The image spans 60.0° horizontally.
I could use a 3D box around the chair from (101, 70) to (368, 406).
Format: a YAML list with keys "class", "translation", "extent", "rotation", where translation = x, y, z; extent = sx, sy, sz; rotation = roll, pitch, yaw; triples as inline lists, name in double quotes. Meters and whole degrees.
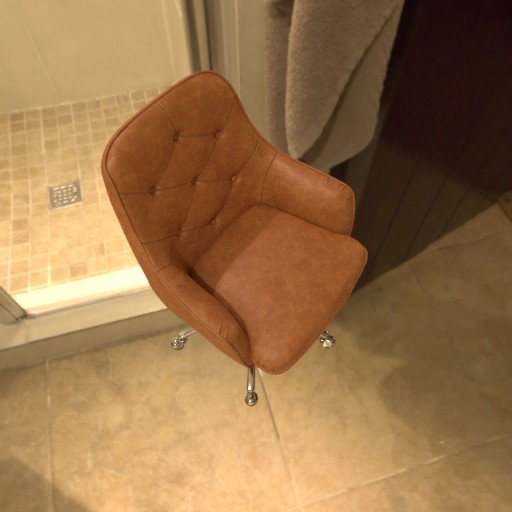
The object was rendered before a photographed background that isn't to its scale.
- class: "chair"
  translation: [0.000, 0.000, 1.361]
  extent: [0.615, 0.909, 0.628]
  rotation: [32, 63, 19]
